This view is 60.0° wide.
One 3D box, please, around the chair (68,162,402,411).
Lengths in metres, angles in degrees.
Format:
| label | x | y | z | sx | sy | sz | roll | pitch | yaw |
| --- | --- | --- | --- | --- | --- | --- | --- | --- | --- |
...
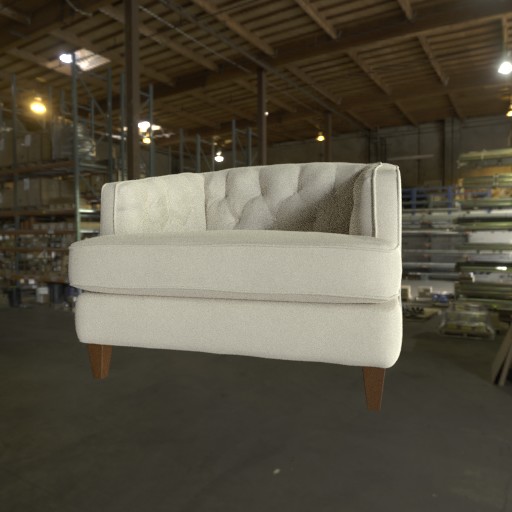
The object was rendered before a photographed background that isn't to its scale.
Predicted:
| label | x | y | z | sx | sy | sz | roll | pitch | yaw |
| --- | --- | --- | --- | --- | --- | --- | --- | --- | --- |
| chair | 0.000 | 0.000 | 1.756 | 1.104 | 0.852 | 0.941 | 1 | 2 | 18 |
